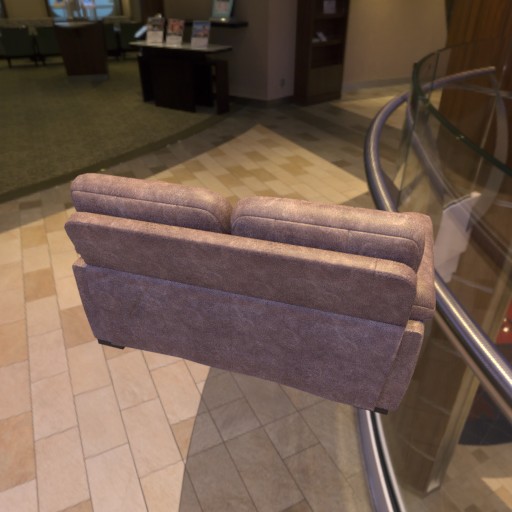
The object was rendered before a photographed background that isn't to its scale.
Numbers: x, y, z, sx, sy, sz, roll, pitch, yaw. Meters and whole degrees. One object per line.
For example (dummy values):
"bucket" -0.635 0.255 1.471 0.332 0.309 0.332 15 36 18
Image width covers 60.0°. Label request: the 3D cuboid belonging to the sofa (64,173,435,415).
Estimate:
"sofa" 0.000 0.000 2.346 1.753 0.991 0.991 10 33 15
